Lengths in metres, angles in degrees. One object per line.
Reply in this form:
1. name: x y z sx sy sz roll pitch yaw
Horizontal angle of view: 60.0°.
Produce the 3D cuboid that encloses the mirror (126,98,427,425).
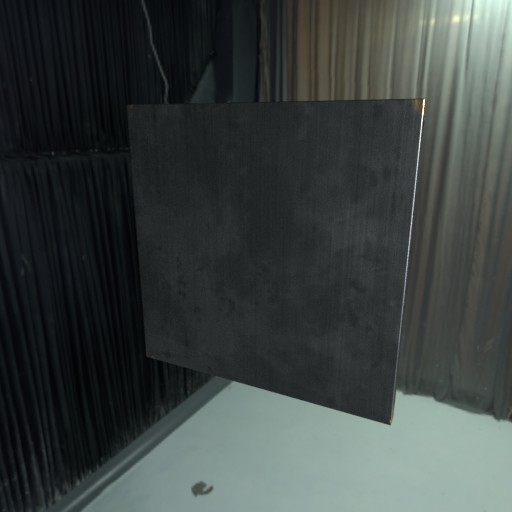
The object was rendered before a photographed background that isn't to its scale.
1. mirror: 0.000 0.000 0.581 0.382 0.381 0.020 8 19 25
